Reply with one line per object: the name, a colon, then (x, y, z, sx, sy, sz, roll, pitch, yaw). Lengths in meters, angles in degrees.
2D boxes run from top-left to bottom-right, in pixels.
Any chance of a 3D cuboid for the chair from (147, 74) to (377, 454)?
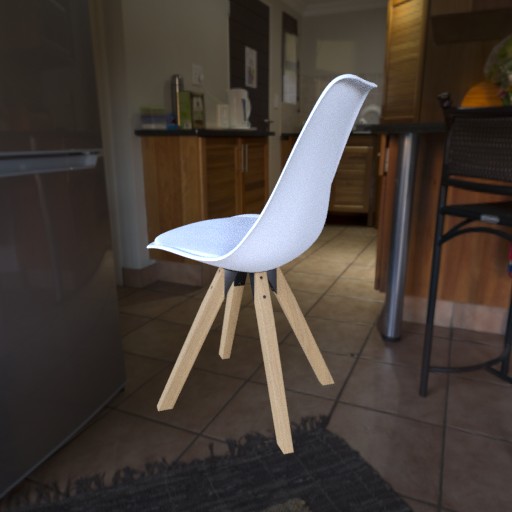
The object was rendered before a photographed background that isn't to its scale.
chair: (0.000, 0.000, 1.170, 0.550, 0.849, 0.485, 8, 18, 25)
